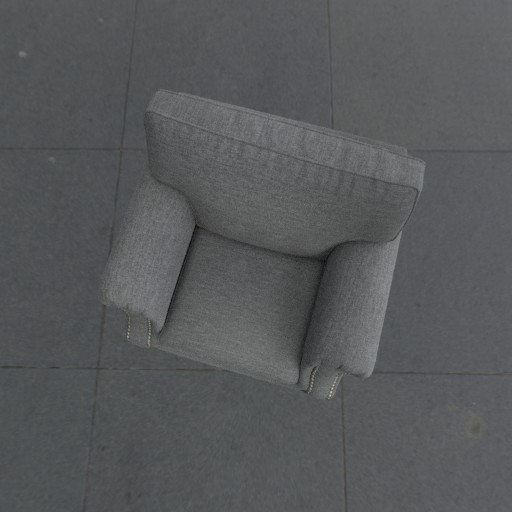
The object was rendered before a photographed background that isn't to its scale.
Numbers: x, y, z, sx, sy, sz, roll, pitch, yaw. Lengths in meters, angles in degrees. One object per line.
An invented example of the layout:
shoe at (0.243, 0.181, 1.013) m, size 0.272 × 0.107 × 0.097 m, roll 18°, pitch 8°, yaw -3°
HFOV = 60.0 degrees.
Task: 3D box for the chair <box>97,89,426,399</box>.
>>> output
chair at (0.000, 0.000, 1.849) m, size 1.092 × 0.961 × 0.965 m, roll 15°, pitch 75°, yaw 4°
